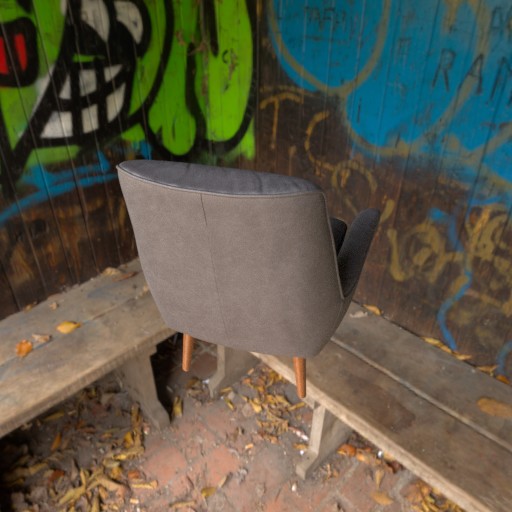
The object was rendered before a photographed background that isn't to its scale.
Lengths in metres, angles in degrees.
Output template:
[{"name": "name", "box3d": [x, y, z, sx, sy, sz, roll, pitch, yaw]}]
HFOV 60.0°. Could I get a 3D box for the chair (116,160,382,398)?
[{"name": "chair", "box3d": [0.000, 0.000, 1.515, 0.787, 0.888, 0.822, 9, 34, 14]}]
